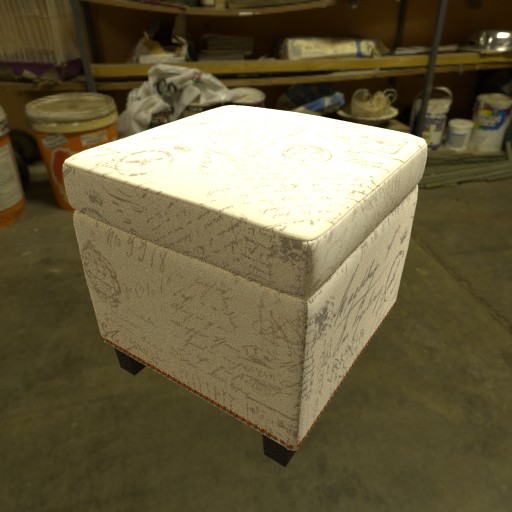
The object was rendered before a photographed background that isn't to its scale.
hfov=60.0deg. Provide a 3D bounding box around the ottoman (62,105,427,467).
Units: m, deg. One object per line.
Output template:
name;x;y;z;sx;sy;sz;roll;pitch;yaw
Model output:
ottoman;0.000;0.000;0.832;0.449;0.457;0.450;20;37;28
